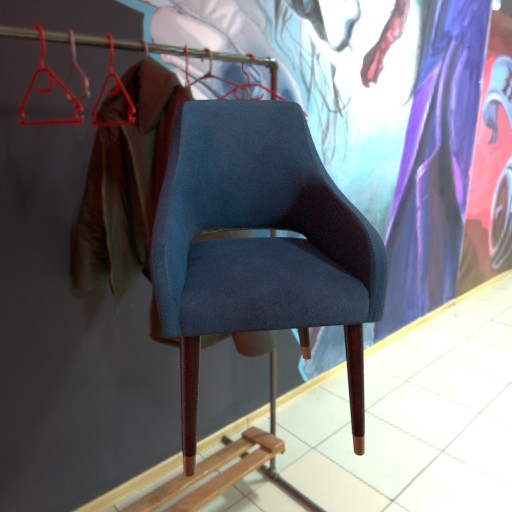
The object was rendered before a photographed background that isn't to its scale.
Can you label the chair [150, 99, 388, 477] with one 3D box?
[{"bbox_3d":[0.000,0.000,1.551,0.683,1.081,0.794,-3,16,-9],"label":"chair"}]
